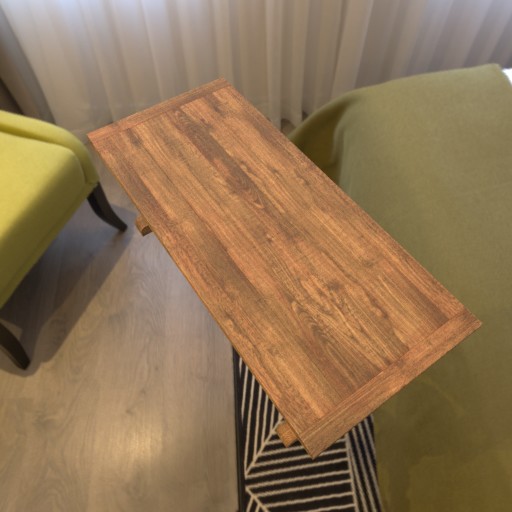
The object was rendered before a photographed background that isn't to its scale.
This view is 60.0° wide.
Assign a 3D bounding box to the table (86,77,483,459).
[{"bbox_3d":[0.000,0.000,2.475,0.907,0.733,2.031,-30,62,-18],"label":"table"}]
